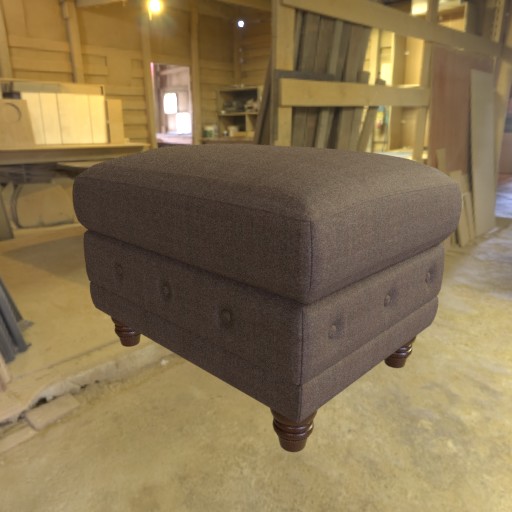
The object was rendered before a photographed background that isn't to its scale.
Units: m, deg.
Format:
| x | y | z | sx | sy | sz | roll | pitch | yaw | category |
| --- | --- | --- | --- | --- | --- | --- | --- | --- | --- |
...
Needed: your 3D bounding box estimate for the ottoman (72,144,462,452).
| x | y | z | sx | sy | sz | roll | pitch | yaw | category |
| --- | --- | --- | --- | --- | --- | --- | --- | --- | --- |
| 0.000 | 0.000 | 1.154 | 0.809 | 0.555 | 0.599 | 16 | 23 | 42 | ottoman |
